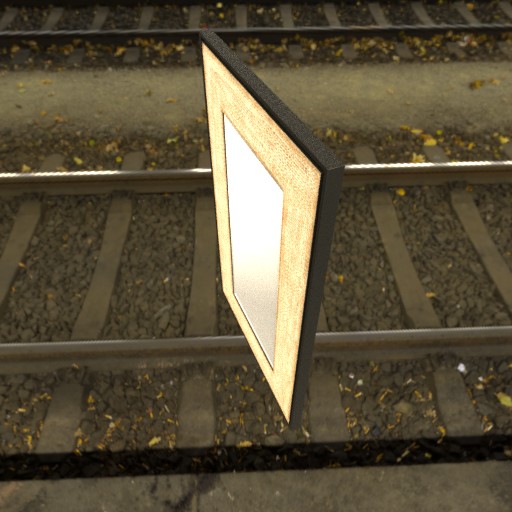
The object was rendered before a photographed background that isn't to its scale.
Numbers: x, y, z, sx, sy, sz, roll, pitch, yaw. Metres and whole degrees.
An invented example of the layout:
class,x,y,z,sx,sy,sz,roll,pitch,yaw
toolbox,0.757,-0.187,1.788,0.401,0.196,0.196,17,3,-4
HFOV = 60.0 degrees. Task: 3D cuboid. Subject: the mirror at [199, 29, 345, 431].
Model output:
class,x,y,z,sx,sy,sz,roll,pitch,yaw
mirror,0.000,0.000,1.519,0.038,1.219,0.762,-18,49,-16
